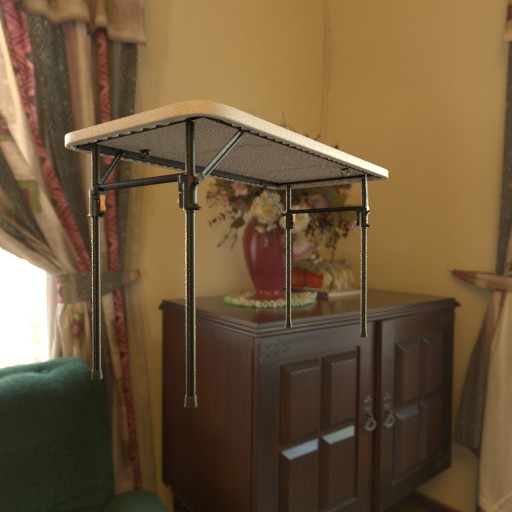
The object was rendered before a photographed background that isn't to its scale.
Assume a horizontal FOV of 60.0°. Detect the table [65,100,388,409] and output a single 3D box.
[{"bbox_3d":[0.000,0.000,1.645,0.610,0.729,1.219,1,1,36],"label":"table"}]
